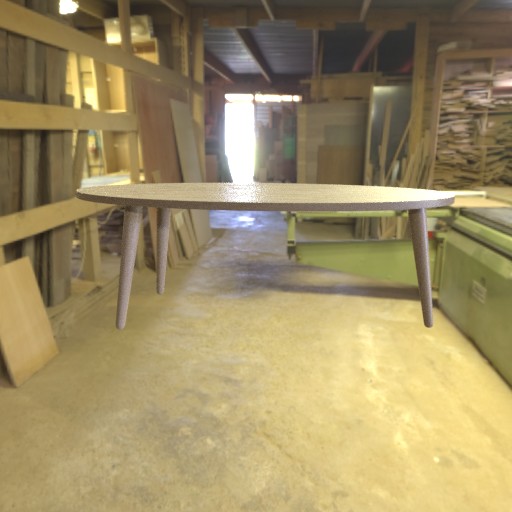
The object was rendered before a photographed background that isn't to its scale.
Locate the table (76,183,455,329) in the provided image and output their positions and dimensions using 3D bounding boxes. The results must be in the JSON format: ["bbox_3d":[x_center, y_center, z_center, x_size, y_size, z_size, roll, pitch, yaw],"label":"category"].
[{"bbox_3d":[0.000,0.000,1.331,1.083,0.390,0.542,2,14,9],"label":"table"}]
